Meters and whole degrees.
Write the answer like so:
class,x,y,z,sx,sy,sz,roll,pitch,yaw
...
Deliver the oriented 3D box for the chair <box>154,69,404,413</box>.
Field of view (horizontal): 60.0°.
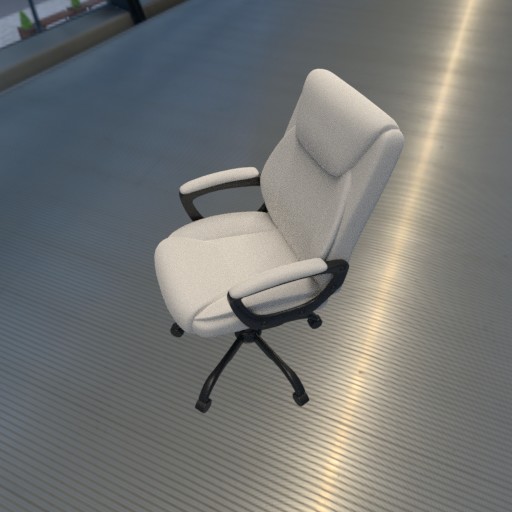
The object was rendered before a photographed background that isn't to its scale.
class,x,y,z,sx,sy,sz,roll,pitch,yaw
chair,0.000,0.000,1.510,0.669,1.065,0.663,-16,47,-16
